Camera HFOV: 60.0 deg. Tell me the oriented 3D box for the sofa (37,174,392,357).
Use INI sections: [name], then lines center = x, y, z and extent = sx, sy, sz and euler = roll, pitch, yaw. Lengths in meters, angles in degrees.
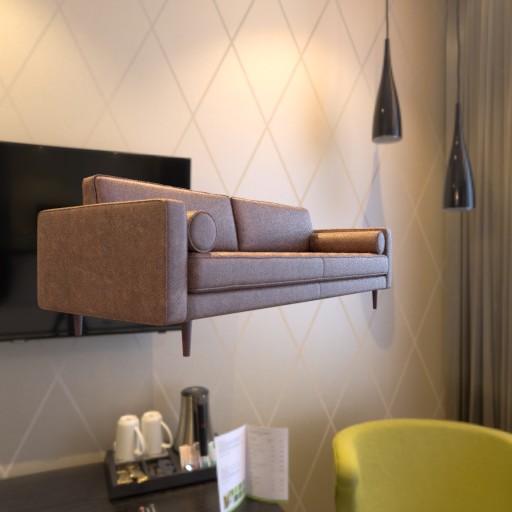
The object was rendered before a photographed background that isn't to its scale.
[sofa]
center = 0.000, 0.000, 2.656
extent = 0.914, 0.762, 2.210
euler = 0, 0, 37
